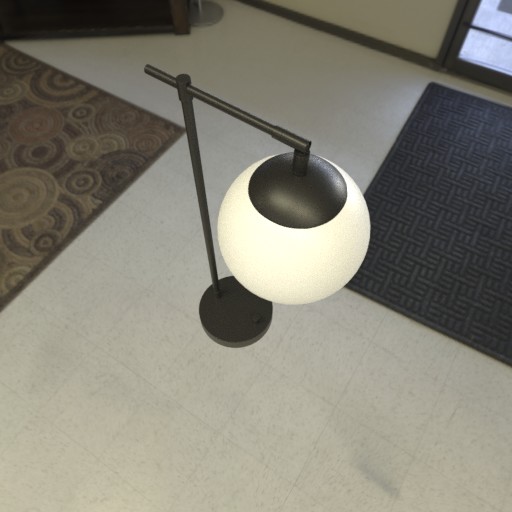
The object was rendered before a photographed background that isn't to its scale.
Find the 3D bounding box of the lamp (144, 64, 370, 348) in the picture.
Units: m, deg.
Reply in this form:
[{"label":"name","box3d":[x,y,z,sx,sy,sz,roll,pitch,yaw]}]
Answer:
[{"label":"lamp","box3d":[0.000,0.000,0.701,0.316,0.559,0.197,31,63,18]}]
